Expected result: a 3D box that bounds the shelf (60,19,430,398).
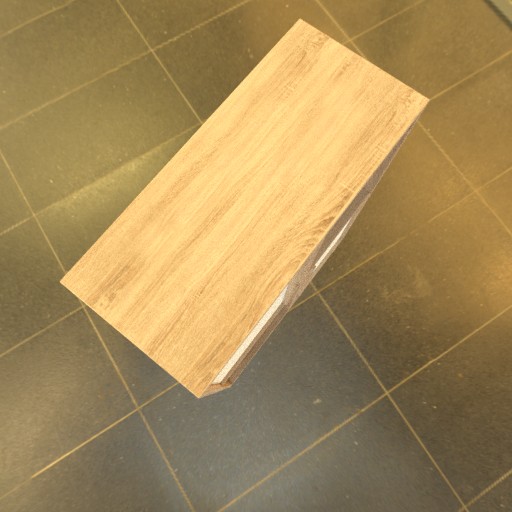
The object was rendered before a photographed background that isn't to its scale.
[{"bbox_3d":[0.000,0.000,1.830,0.450,1.390,1.000,37,78,9],"label":"shelf"}]
